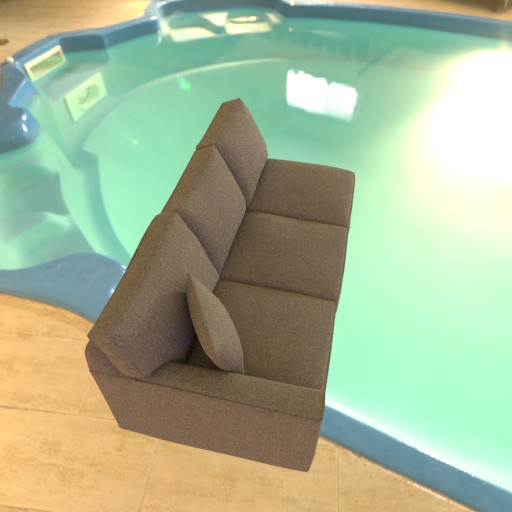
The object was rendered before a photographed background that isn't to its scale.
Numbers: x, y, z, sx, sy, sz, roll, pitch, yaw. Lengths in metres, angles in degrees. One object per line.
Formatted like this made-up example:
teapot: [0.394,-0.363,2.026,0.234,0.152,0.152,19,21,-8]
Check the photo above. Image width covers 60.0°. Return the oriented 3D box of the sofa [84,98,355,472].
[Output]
sofa: [0.000,0.000,2.573,1.034,0.946,1.963,9,47,9]
